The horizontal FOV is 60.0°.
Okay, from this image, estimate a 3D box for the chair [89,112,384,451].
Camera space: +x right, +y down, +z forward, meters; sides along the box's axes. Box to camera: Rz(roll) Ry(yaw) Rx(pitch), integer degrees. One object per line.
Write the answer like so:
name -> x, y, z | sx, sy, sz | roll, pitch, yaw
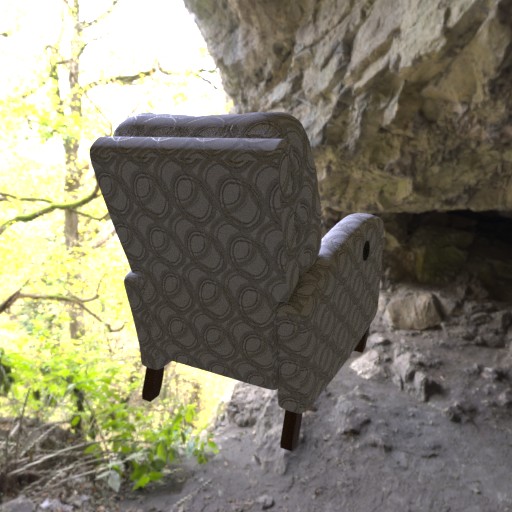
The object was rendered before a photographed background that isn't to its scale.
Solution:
chair -> 0.000, 0.000, 1.744 | 0.796, 1.065, 0.995 | 8, 18, 26
